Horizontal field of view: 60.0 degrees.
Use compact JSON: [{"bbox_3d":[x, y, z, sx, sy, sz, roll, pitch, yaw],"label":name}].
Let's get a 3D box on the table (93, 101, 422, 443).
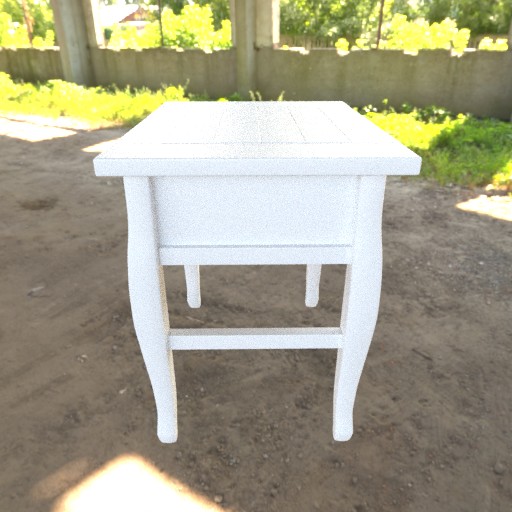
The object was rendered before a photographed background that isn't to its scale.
[{"bbox_3d":[0.000,0.000,1.019,0.463,0.605,0.599,0,26,-1],"label":"table"}]
